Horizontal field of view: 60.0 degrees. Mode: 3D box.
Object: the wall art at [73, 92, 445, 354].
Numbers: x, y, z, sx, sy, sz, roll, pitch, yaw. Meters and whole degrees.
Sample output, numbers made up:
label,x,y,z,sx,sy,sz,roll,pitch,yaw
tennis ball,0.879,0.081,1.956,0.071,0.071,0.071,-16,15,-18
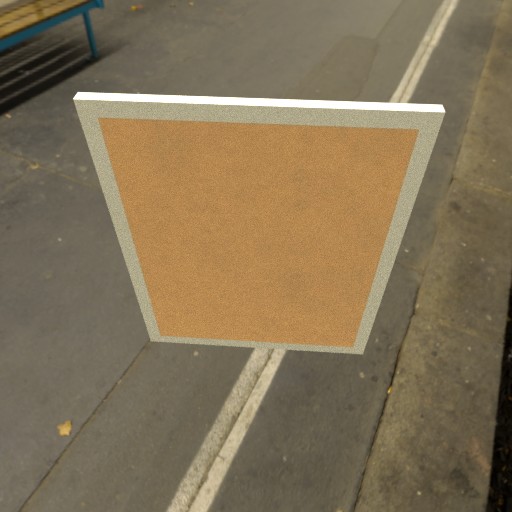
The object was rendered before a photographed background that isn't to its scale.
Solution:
label,x,y,z,sx,sy,sz,roll,pitch,yaw
wall art,0.000,0.000,1.092,0.661,0.811,0.026,3,47,3
